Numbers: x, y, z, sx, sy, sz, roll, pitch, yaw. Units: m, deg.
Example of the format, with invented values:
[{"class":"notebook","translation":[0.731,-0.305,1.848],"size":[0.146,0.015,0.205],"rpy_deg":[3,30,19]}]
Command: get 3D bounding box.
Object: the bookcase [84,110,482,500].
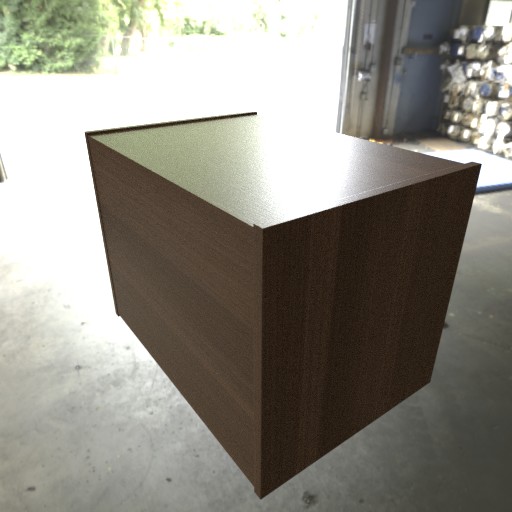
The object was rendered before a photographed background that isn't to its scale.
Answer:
[{"class":"bookcase","translation":[0.000,0.000,0.612],"size":[0.290,0.305,0.415],"rpy_deg":[-18,33,-32]}]
